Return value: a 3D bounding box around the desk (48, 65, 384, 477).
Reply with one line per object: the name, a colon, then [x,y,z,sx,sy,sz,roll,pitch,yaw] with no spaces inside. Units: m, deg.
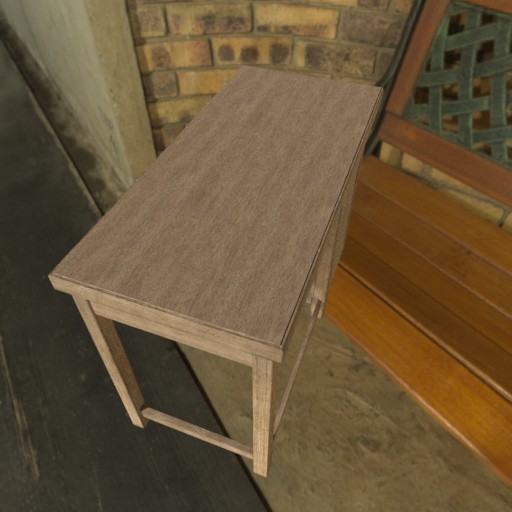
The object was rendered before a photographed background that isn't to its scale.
desk: [0.000,0.000,1.754,0.610,0.912,1.289,15,48,14]
